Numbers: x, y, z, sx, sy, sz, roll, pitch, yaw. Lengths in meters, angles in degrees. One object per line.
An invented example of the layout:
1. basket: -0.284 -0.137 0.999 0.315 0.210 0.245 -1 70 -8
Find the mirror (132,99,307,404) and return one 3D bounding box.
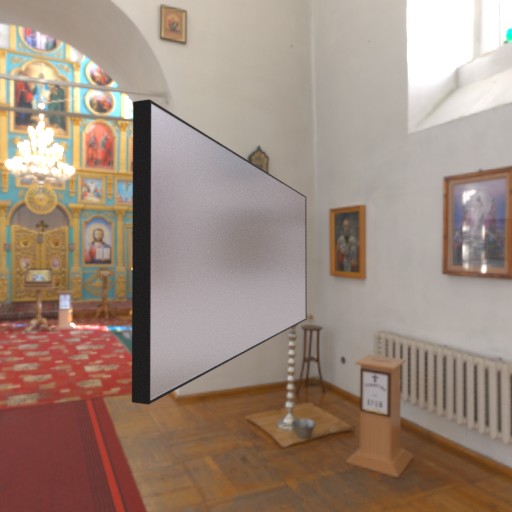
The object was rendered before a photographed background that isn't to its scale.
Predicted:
1. mirror: 0.000 0.000 1.757 0.047 0.692 1.584 0 -1 19
